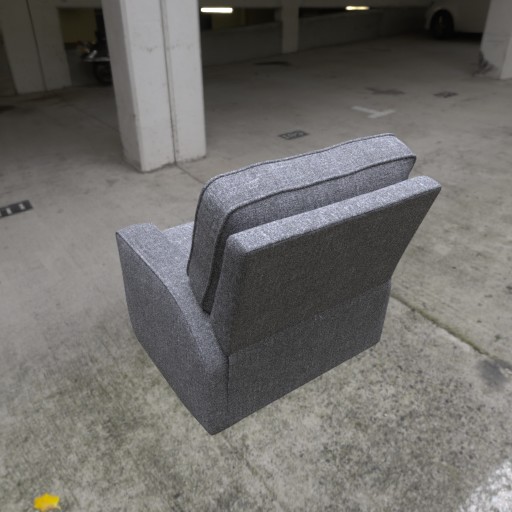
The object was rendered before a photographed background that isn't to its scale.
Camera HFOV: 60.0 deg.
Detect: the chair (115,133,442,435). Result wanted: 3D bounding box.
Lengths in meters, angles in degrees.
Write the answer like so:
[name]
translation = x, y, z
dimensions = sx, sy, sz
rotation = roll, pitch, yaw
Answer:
[chair]
translation = 0.000, 0.000, 1.699
dimensions = 0.861, 0.962, 0.964
rotation = -19, 35, -30
